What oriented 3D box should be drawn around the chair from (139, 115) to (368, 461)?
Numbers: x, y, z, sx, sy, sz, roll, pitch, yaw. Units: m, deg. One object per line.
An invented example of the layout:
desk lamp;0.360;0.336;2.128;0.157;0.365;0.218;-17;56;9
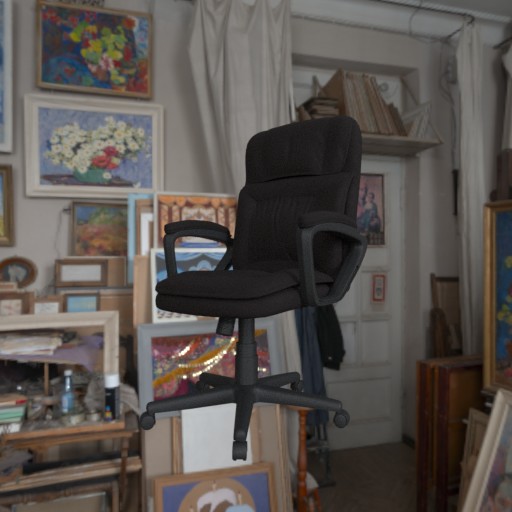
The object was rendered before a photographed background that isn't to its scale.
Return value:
chair;0.000;0.000;1.575;0.667;1.105;0.724;0;0;36
